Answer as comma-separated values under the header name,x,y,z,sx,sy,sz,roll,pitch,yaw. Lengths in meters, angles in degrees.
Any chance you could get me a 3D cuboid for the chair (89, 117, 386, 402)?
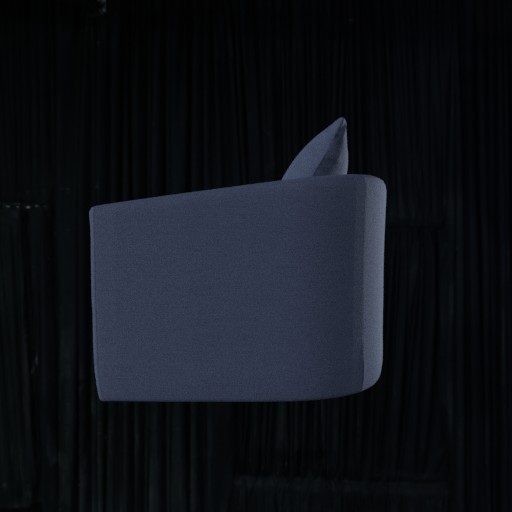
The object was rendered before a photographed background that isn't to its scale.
name,x,y,z,sx,sy,sz,roll,pitch,yaw
chair,0.000,0.000,1.617,0.910,0.848,0.845,0,1,1
